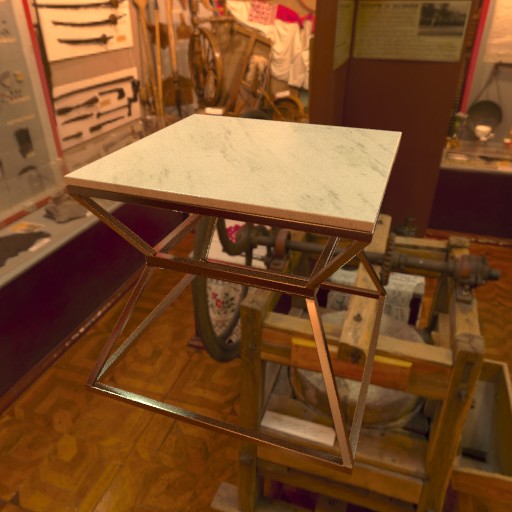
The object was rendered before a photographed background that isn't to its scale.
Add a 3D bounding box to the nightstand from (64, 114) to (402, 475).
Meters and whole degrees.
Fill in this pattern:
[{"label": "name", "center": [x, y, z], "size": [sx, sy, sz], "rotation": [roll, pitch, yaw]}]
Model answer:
[{"label": "nightstand", "center": [0.000, 0.000, 0.883], "size": [0.513, 0.426, 0.514], "rotation": [10, 32, 17]}]
